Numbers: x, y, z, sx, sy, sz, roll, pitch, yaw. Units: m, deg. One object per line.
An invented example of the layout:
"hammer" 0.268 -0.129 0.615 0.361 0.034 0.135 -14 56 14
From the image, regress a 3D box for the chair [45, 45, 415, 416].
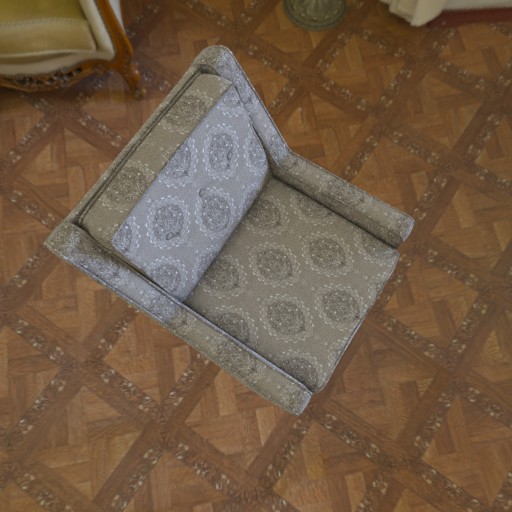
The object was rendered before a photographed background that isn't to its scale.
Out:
"chair" 0.000 0.000 1.348 0.750 0.797 0.665 32 77 8
